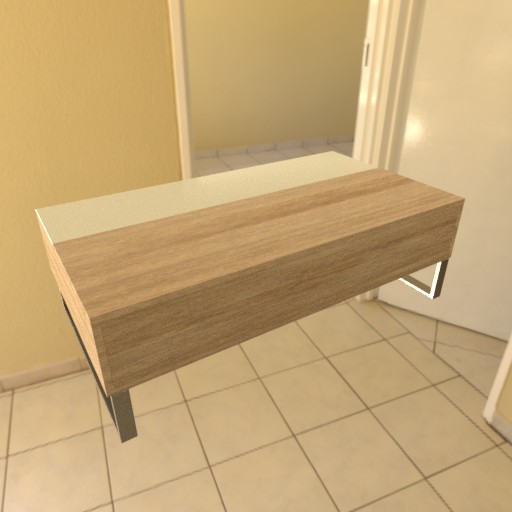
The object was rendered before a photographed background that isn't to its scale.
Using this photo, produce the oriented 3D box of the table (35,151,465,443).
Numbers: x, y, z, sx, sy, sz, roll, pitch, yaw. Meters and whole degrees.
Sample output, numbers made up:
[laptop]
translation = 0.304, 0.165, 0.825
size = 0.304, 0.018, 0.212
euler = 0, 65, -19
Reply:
[table]
translation = 0.000, 0.000, 1.375
size = 1.100, 0.350, 0.600
euler = -17, 33, -28
